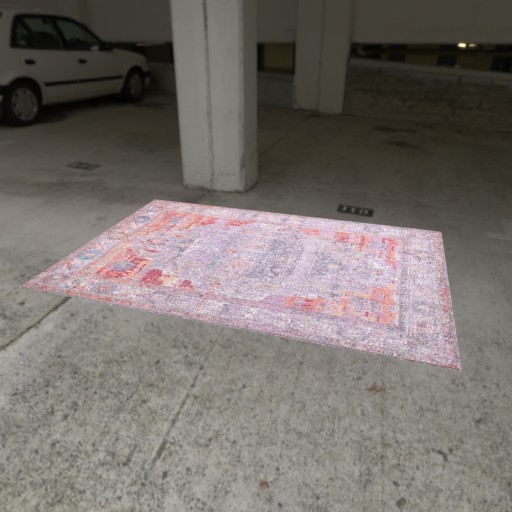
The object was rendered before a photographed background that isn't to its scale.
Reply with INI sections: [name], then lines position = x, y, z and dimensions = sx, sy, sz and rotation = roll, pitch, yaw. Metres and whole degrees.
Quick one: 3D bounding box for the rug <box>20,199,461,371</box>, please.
[rug]
position = 0.000, 0.000, 2.251
dimensions = 1.829, 0.005, 1.219
rotation = 8, 28, 16
